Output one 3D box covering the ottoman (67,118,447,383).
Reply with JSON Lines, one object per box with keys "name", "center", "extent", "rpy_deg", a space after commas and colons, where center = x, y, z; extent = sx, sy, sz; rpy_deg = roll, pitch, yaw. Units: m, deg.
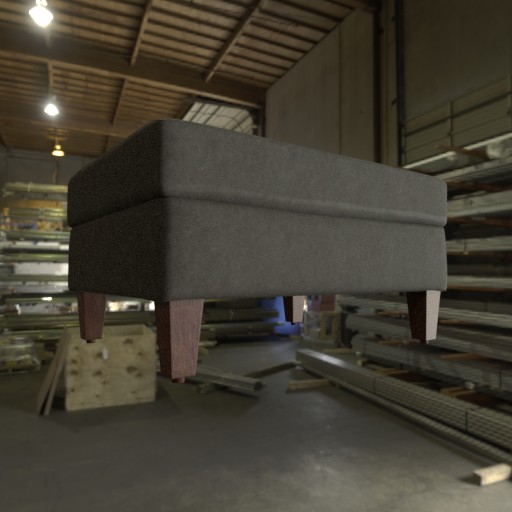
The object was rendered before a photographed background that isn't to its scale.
{"name": "ottoman", "center": [0.000, 0.000, 1.190], "extent": [0.839, 0.464, 0.639], "rpy_deg": [2, -3, -36]}
